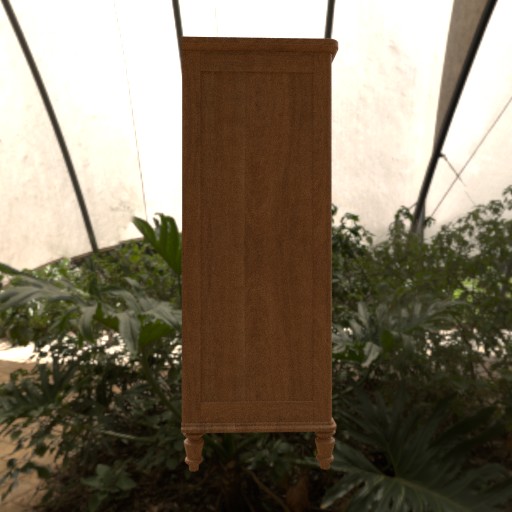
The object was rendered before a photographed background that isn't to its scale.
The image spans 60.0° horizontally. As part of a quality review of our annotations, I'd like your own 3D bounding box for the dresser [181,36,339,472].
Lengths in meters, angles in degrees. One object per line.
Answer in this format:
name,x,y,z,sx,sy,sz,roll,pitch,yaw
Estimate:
dresser,0.000,0.000,1.821,0.484,1.318,0.973,0,0,-2
